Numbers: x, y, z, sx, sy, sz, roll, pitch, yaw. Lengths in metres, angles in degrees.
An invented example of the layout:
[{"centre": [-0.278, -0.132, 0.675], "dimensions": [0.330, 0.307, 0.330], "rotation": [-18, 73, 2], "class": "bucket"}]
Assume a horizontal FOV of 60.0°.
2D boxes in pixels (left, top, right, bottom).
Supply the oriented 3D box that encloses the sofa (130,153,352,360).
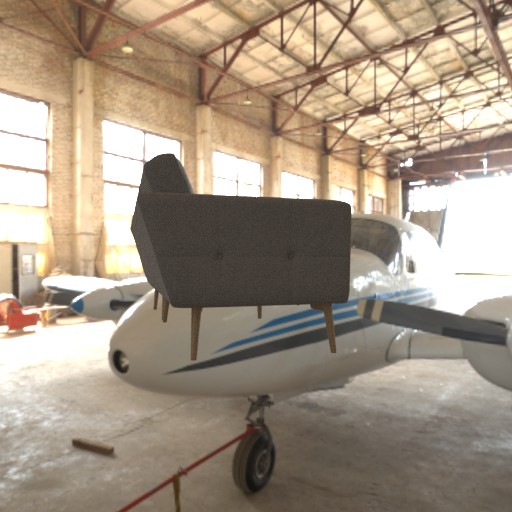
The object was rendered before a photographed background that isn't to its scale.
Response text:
[{"centre": [0.000, 0.000, 2.837], "dimensions": [1.530, 0.860, 2.040], "rotation": [0, 0, -17], "class": "sofa"}]
